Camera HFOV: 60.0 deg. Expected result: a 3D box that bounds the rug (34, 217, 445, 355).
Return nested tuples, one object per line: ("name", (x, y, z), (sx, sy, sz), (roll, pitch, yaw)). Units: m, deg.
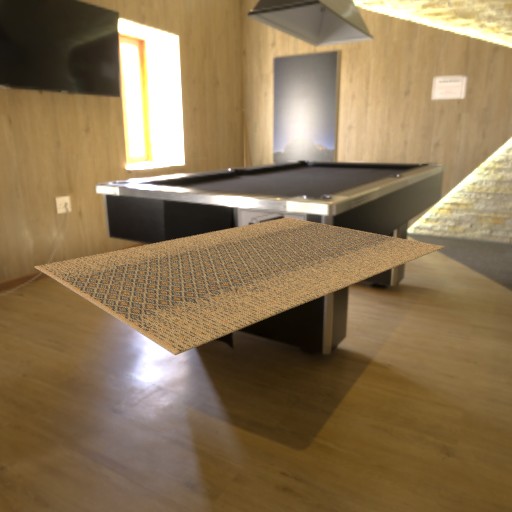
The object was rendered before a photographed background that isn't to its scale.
("rug", (0.000, 0.000, 2.346), (1.828, 0.005, 1.219), (-15, 21, -42))
